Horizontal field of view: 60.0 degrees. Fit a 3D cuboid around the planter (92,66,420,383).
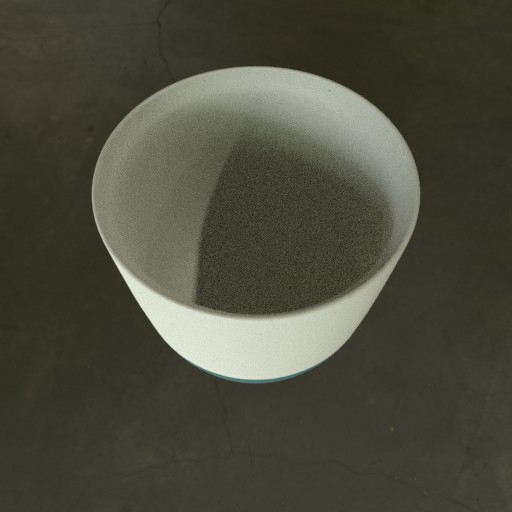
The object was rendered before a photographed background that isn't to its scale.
[{"bbox_3d":[0.000,0.000,0.371,0.204,0.214,0.204,0,60,0],"label":"planter"}]
